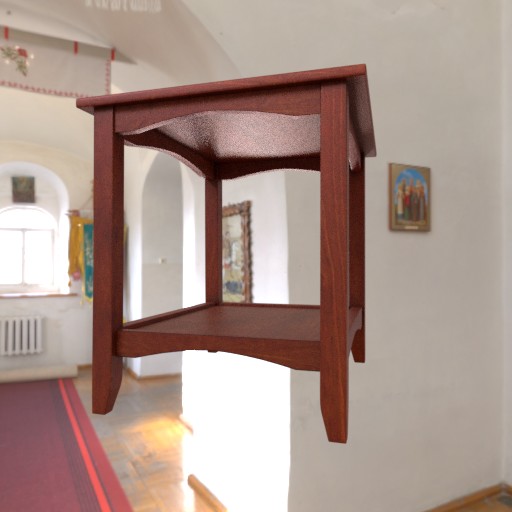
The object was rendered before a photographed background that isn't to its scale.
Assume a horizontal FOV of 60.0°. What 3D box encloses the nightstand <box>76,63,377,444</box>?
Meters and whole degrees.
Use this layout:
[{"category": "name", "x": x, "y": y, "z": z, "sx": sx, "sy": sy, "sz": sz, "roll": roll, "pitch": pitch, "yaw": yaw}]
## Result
[{"category": "nightstand", "x": 0.000, "y": 0.000, "z": 0.980, "sx": 0.501, "sy": 0.558, "sz": 0.558, "roll": 0, "pitch": 0, "yaw": 17}]
